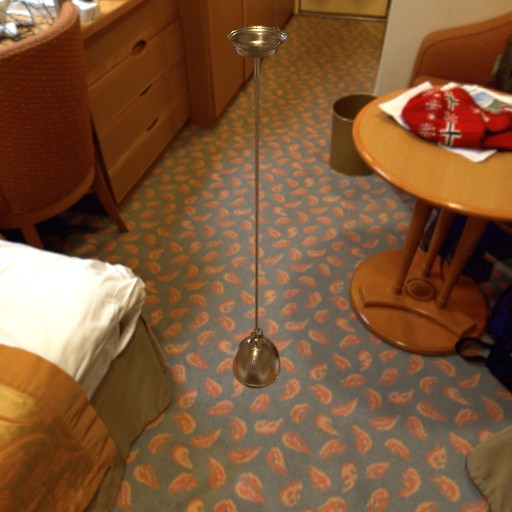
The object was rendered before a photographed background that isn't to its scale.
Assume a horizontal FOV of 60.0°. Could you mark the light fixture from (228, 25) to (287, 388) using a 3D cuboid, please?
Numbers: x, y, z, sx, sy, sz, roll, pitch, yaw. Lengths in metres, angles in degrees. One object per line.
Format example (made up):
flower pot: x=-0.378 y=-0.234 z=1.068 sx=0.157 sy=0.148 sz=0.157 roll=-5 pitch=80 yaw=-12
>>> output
light fixture: x=0.000 y=0.000 z=1.458 sx=0.217 sy=1.367 sz=0.211 roll=-23 pitch=49 yaw=-21
